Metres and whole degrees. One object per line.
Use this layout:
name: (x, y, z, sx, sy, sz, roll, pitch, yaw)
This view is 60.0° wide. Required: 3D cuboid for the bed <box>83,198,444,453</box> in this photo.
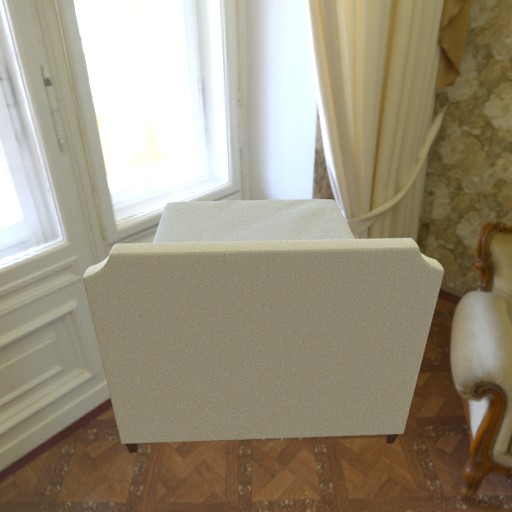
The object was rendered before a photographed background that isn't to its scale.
bed: (0.000, 0.000, 3.347, 1.703, 1.415, 2.329, -1, 30, -2)
